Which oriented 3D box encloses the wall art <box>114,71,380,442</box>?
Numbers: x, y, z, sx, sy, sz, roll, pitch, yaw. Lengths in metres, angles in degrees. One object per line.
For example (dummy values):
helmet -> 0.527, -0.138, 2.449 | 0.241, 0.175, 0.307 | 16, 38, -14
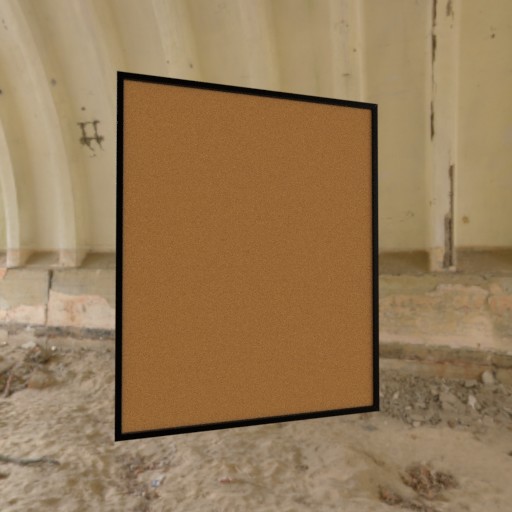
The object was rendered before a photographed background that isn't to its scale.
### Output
wall art -> 0.000, 0.000, 0.747 | 0.451, 0.553, 0.039 | 0, -1, -18
